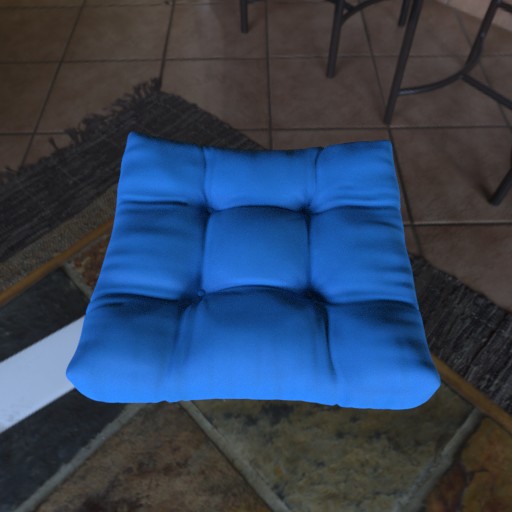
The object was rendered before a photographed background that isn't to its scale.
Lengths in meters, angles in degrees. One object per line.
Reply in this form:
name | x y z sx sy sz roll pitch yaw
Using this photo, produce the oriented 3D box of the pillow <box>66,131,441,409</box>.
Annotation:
pillow | 0.000 0.000 0.716 0.490 0.128 0.468 1 58 1
